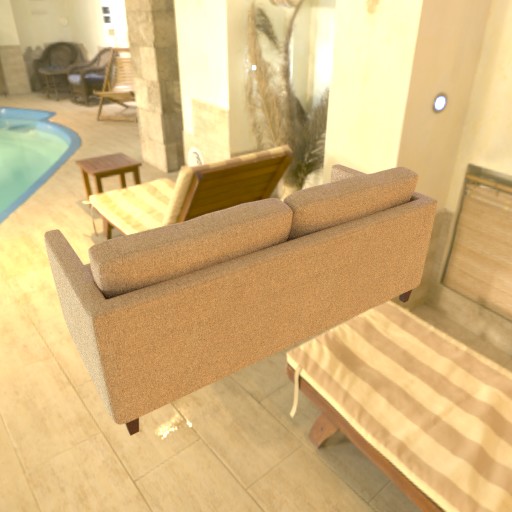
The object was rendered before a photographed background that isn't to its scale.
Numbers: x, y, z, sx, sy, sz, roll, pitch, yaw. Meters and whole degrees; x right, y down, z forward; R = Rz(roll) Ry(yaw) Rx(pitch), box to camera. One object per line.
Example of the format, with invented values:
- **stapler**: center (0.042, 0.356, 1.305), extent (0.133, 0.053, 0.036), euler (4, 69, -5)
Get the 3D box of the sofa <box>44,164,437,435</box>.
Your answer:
- **sofa**: center (0.000, 0.000, 2.740), extent (2.208, 0.965, 0.951), euler (-18, 34, -29)
